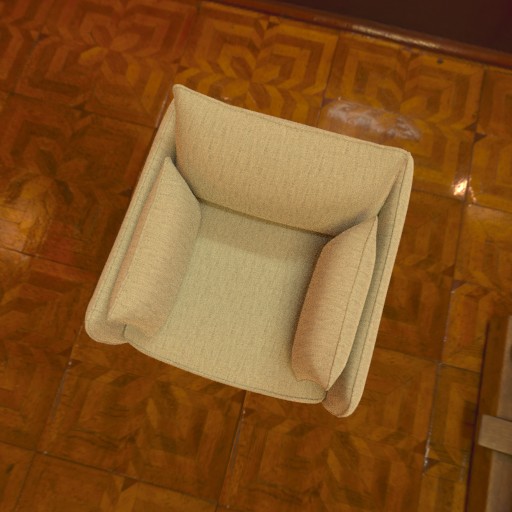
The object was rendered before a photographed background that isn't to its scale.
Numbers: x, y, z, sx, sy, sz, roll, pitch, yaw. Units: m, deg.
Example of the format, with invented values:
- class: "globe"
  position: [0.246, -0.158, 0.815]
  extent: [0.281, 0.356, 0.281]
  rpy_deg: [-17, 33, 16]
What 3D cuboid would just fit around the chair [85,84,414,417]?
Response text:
- class: "chair"
  position: [0.000, 0.000, 1.737]
  extent: [0.994, 0.855, 0.991]
  rpy_deg: [16, 75, 4]
